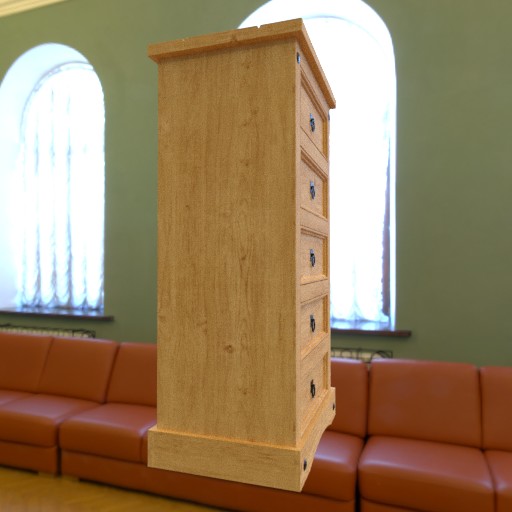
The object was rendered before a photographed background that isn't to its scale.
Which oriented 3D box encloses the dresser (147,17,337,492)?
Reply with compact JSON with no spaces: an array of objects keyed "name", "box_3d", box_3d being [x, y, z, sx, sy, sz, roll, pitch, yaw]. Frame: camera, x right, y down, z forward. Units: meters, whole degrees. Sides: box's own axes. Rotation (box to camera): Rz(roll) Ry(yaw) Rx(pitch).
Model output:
[{"name":"dresser","box_3d":[0.000,0.000,1.281,0.390,1.041,0.531,0,-1,18]}]
